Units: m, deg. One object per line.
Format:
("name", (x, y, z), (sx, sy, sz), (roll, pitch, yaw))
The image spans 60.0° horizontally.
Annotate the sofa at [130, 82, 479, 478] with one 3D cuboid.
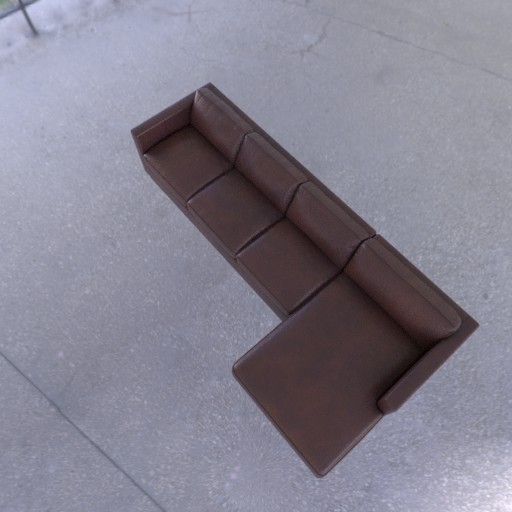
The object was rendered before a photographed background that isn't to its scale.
("sofa", (0.000, 0.000, 3.795), (1.581, 0.883, 3.203), (-38, 70, -16))
